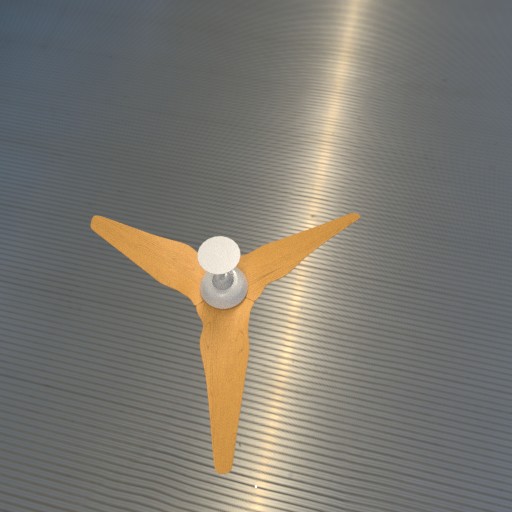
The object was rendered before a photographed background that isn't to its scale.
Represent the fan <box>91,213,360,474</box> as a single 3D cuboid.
[{"bbox_3d":[0.000,0.000,1.683,1.010,0.355,1.142,-30,66,-14],"label":"fan"}]
